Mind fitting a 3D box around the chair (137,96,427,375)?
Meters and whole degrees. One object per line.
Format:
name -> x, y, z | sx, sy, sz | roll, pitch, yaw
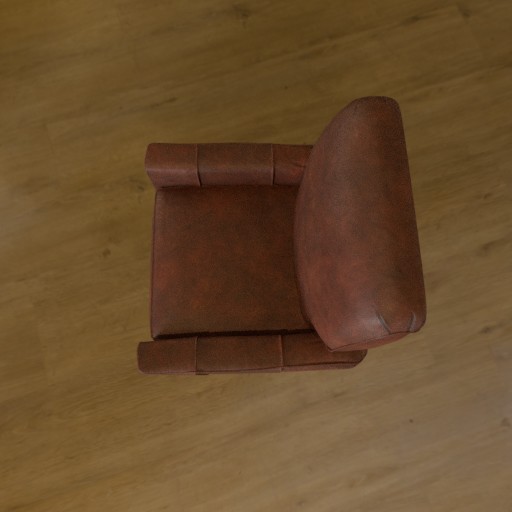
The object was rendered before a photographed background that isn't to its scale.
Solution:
chair -> 0.000, 0.000, 1.643 | 0.836, 1.043, 0.843 | -2, 75, 0
